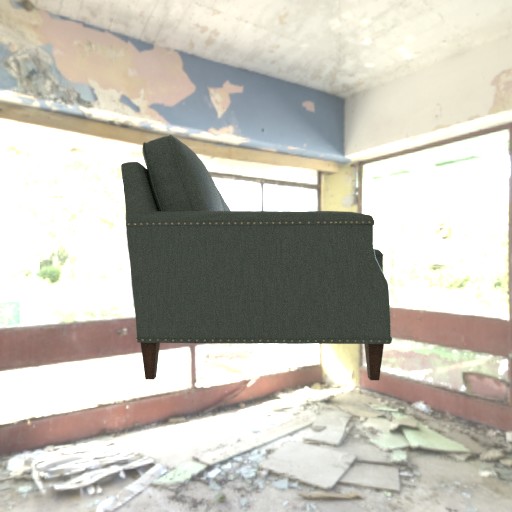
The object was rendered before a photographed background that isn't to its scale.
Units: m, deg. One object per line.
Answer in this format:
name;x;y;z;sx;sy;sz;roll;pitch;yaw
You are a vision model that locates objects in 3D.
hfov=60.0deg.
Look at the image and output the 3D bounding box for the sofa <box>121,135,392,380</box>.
sofa;0.000;0.000;2.816;1.084;1.003;2.246;0;-1;0
